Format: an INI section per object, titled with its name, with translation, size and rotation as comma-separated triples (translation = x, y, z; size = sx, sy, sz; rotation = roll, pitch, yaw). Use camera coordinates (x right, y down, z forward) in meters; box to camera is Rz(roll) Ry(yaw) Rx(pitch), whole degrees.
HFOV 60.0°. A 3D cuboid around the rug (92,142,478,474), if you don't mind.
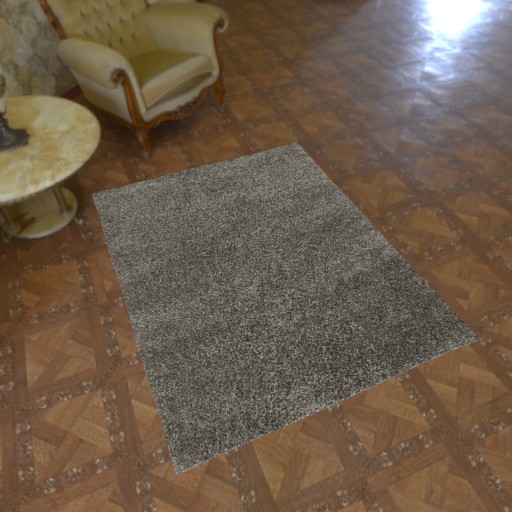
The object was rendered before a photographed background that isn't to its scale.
[rug]
translation = 0.000, 0.000, 4.003
size = 2.401, 0.025, 3.000
rotation = -18, 49, -16
